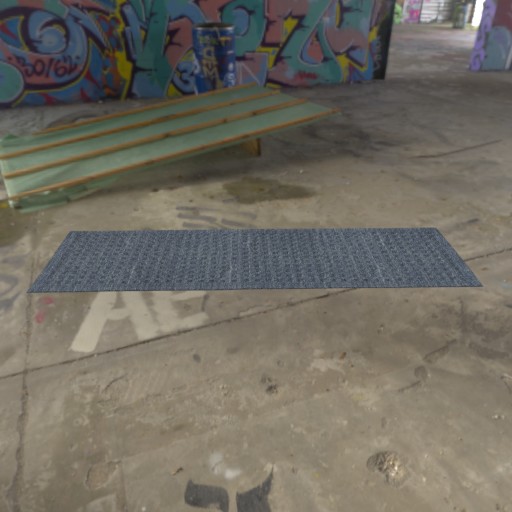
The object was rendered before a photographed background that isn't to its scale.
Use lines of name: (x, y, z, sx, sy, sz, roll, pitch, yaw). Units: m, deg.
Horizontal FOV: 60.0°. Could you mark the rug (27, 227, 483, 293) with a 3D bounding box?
rug: (0.000, 0.000, 2.659, 2.443, 0.008, 0.688, -1, 31, -1)
